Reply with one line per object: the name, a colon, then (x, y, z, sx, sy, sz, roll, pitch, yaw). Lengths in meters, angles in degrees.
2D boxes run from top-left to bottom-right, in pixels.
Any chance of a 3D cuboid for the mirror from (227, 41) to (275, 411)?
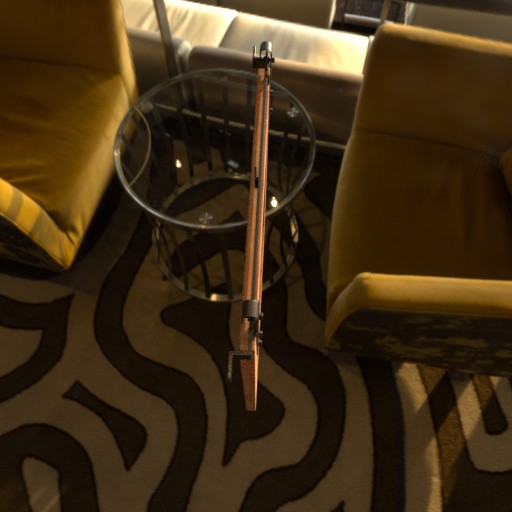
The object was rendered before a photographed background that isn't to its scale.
mirror: (0.000, 0.000, 1.206, 0.054, 0.800, 0.805, 3, 63, 1)
